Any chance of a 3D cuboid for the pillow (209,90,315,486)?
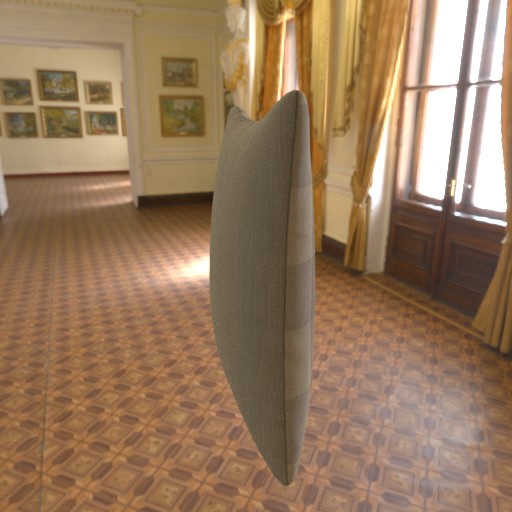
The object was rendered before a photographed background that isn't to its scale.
[{"bbox_3d":[0.000,0.000,0.768,0.161,0.509,0.511,-3,17,-9],"label":"pillow"}]
